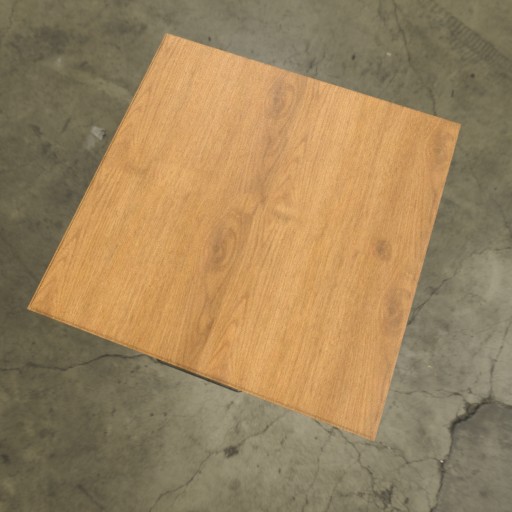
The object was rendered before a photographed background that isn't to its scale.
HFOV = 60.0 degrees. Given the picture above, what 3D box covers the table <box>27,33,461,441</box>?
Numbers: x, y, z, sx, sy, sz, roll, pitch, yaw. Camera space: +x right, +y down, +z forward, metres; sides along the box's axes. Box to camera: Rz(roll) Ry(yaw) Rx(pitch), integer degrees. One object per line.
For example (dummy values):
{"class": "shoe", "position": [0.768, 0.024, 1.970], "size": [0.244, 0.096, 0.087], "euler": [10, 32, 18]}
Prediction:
{"class": "table", "position": [0.000, 0.000, 1.084], "size": [0.616, 0.593, 0.612], "euler": [19, 75, 5]}
